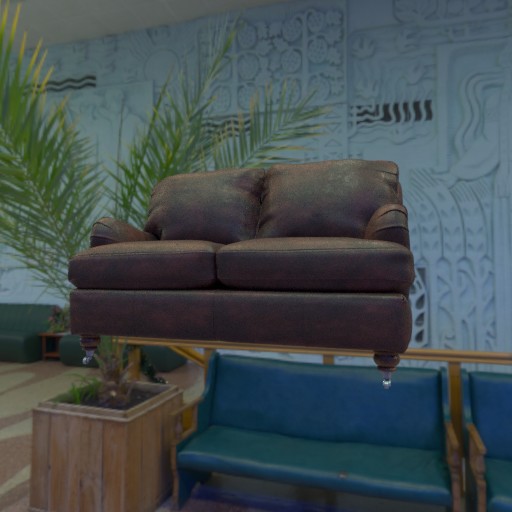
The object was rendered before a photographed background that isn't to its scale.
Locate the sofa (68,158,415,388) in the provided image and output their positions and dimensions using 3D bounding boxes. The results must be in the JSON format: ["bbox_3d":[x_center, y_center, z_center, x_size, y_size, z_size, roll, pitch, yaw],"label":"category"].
[{"bbox_3d":[0.000,0.000,2.433,1.628,1.070,1.148,-1,-2,19],"label":"sofa"}]
